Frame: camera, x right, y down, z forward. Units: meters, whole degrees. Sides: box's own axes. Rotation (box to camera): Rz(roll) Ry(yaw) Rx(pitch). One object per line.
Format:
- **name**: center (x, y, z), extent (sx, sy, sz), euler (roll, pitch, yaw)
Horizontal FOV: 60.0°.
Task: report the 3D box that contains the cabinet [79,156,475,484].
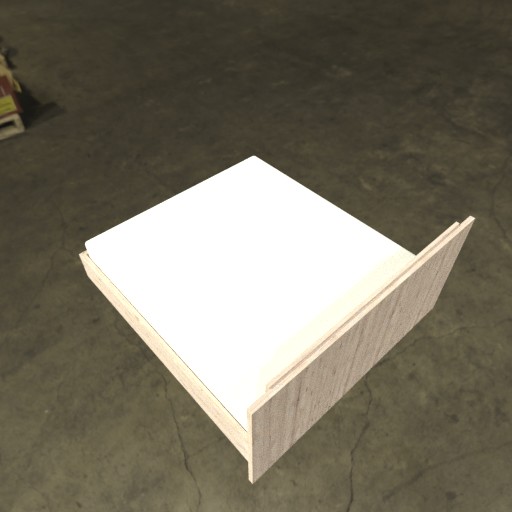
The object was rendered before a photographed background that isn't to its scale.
- **cabinet**: center (0.000, 0.000, 3.288), extent (1.950, 0.970, 2.080), euler (-33, 55, -28)
